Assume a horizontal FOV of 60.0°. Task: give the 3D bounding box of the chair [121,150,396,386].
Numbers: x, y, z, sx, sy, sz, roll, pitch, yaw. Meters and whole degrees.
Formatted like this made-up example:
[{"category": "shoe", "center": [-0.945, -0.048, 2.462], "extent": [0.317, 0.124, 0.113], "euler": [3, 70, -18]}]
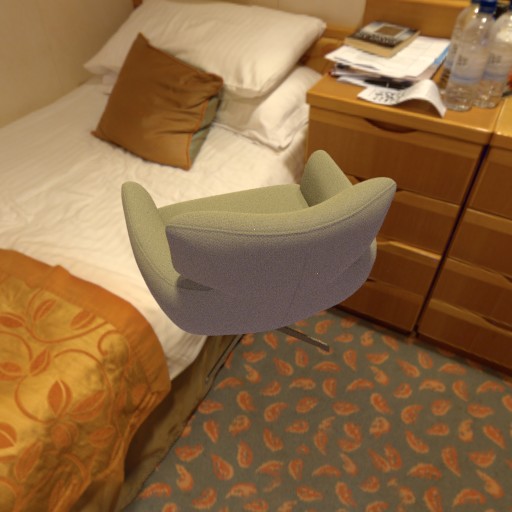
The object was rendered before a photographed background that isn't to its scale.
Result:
[{"category": "chair", "center": [0.000, 0.000, 1.432], "extent": [0.760, 0.810, 0.730], "euler": [-12, 44, -13]}]
